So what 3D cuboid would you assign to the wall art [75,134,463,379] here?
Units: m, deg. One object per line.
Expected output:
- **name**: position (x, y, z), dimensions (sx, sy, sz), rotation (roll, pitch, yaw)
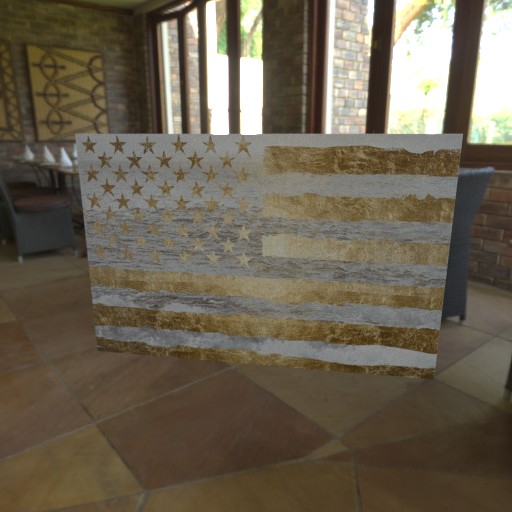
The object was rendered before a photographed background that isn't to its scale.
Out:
- **wall art**: position (0.000, 0.000, 1.148), dimensions (0.932, 0.610, 0.027), rotation (3, 16, 9)
